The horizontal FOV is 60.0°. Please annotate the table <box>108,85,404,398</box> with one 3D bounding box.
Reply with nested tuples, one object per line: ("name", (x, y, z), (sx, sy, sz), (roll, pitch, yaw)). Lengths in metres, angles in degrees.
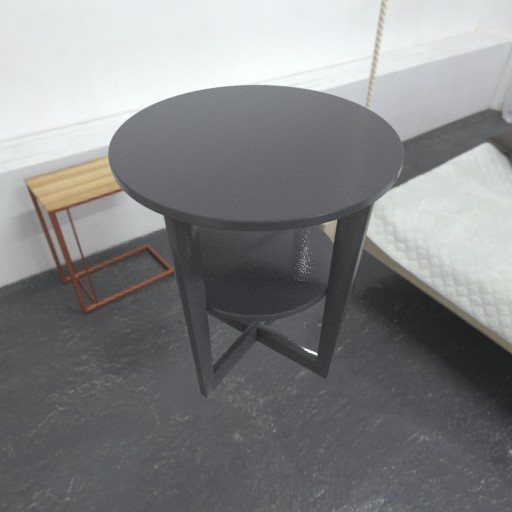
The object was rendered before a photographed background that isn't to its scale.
("table", (0.000, 0.000, 0.950), (0.500, 0.550, 0.500), (0, 41, 0))
